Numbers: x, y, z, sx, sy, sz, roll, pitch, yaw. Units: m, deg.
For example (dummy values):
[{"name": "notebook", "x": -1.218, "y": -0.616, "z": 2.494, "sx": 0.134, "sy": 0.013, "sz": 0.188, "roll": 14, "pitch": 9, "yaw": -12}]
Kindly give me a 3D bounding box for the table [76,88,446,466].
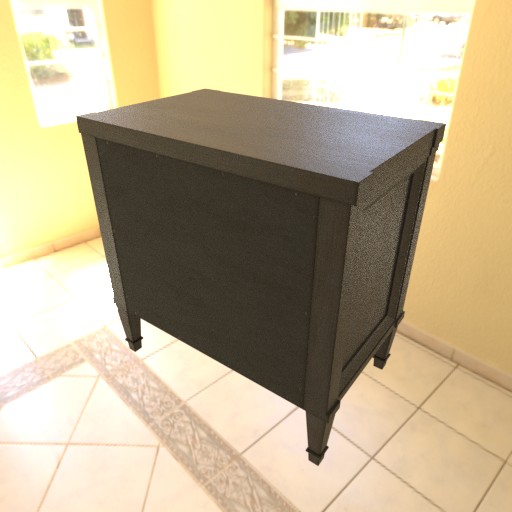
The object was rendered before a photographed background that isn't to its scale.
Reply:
[{"name": "table", "x": 0.000, "y": 0.000, "z": 1.091, "sx": 0.660, "sy": 0.660, "sz": 0.413, "roll": 21, "pitch": 36, "yaw": 31}]
